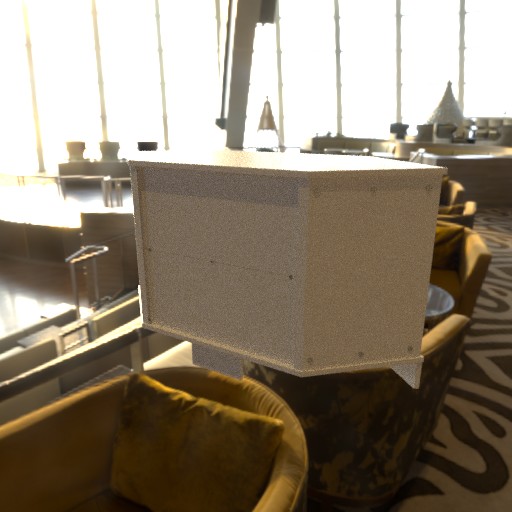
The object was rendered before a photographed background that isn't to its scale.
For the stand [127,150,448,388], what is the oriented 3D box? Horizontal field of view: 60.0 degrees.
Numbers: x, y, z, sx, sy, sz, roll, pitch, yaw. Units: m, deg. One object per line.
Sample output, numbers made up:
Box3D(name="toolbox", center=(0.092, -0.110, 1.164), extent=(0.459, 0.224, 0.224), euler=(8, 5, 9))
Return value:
Box3D(name="stand", center=(0.000, 0.000, 1.417), extent=(1.072, 0.614, 0.477), euler=(10, 20, 29))
